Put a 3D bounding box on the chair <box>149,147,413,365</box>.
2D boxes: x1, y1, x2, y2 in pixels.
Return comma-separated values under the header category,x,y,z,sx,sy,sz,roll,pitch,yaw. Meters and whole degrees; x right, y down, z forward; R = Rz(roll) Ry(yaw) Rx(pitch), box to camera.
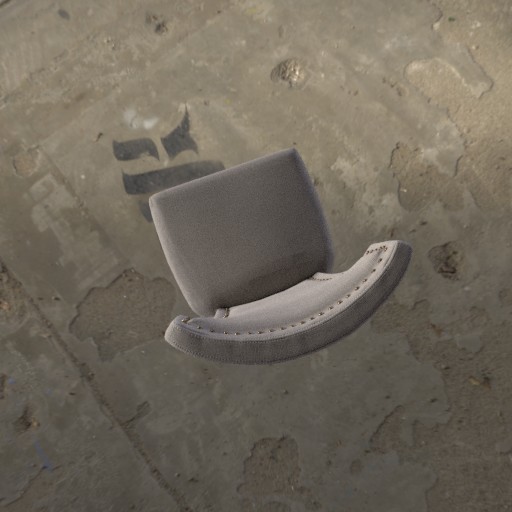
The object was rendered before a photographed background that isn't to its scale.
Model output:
category,x,y,z,sx,sy,sz,roll,pitch,yaw
chair,0.000,0.000,1.335,0.526,0.950,0.630,-20,77,-5
